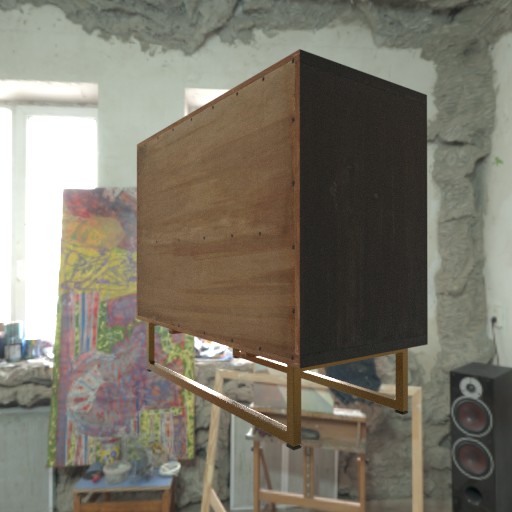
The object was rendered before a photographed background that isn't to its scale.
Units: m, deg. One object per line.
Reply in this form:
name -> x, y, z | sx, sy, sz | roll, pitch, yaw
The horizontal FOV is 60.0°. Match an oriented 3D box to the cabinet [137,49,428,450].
cabinet -> 0.000, 0.000, 1.442 | 0.451, 0.860, 0.950 | 0, 0, -35
